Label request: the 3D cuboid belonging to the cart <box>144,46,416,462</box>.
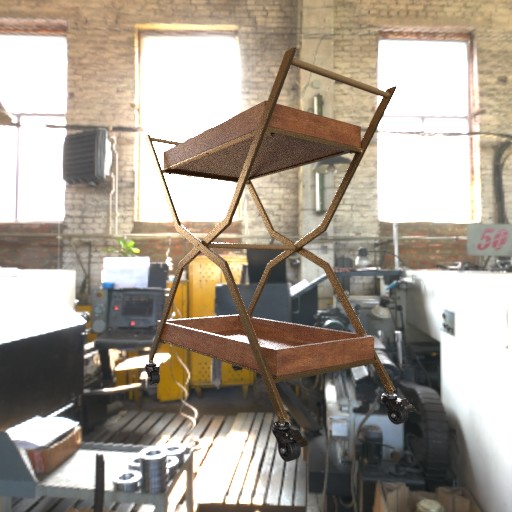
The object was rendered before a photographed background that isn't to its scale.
[{"bbox_3d":[0.000,0.000,1.340,0.405,0.869,0.836,1,-2,-36],"label":"cart"}]
